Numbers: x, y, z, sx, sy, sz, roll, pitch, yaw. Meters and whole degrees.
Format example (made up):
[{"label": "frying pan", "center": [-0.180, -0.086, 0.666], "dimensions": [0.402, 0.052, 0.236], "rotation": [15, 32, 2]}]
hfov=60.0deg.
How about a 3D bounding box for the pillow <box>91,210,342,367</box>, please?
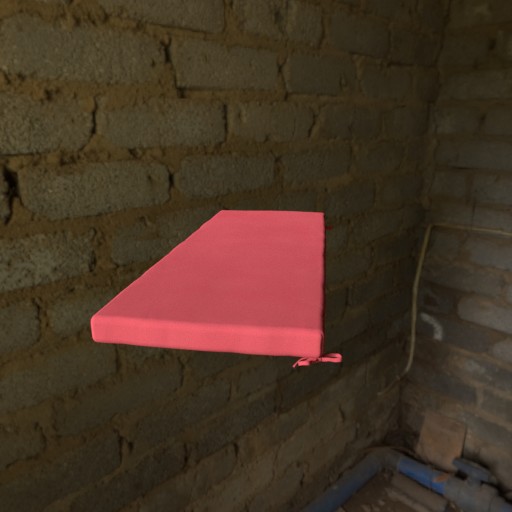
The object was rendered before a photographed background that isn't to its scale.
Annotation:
[{"label": "pillow", "center": [0.000, 0.000, 1.371], "dimensions": [0.492, 0.081, 1.187], "rotation": [2, 17, 8]}]
